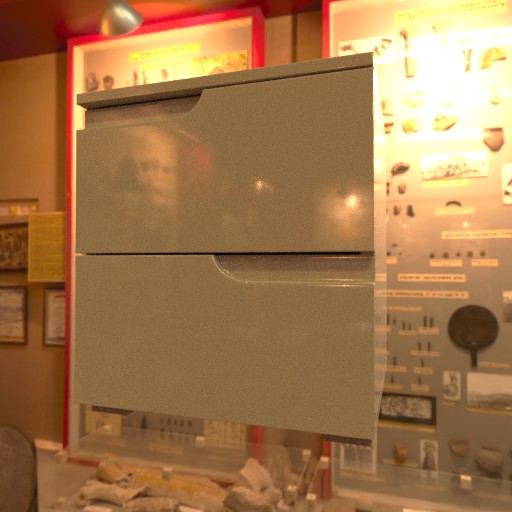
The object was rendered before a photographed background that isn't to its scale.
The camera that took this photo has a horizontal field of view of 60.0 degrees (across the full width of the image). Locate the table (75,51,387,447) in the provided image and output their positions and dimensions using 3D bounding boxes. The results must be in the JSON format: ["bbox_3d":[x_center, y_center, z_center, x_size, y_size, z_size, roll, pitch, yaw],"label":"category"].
[{"bbox_3d":[0.000,0.000,0.767,0.420,0.470,0.400,0,-1,18],"label":"table"}]
